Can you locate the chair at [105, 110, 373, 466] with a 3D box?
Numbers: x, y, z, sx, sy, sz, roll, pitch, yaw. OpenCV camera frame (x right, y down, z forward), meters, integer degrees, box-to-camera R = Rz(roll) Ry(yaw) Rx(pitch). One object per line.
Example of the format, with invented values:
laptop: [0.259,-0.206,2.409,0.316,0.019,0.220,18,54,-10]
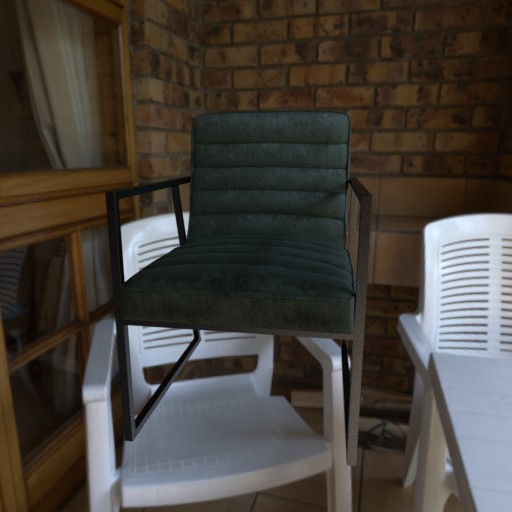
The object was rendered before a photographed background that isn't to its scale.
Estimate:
chair: [0.000,0.000,1.263,0.571,0.833,0.677,2,14,9]
